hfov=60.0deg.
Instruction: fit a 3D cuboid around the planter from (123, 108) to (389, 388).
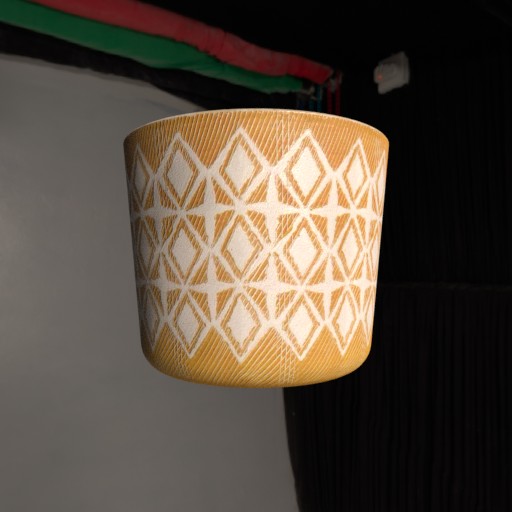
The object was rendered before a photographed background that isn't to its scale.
[{"bbox_3d":[0.000,0.000,0.220,0.126,0.104,0.126,0,0,0],"label":"planter"}]
